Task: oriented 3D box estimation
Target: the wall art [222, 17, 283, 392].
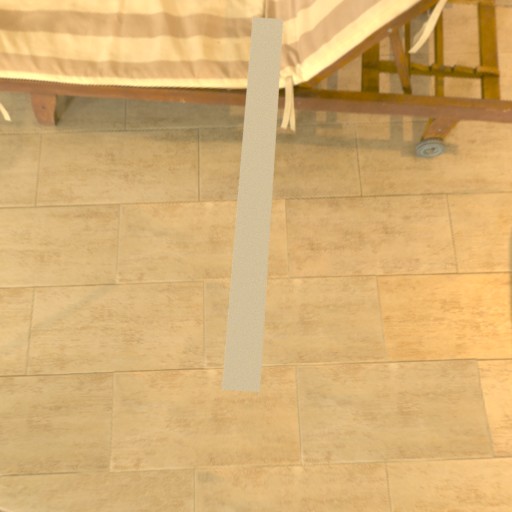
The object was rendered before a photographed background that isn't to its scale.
[{"bbox_3d":[0.000,0.000,0.534,0.025,0.428,0.293,4,76,1],"label":"wall art"}]
